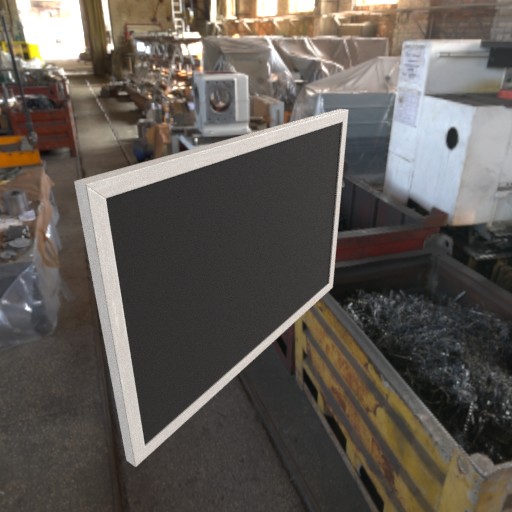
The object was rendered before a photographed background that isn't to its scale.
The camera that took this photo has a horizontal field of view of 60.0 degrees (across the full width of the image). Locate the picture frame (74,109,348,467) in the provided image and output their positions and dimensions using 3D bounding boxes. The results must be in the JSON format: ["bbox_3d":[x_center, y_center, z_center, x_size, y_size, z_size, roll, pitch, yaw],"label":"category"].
[{"bbox_3d":[0.000,0.000,1.182,0.029,0.640,0.950,18,31,31],"label":"picture frame"}]
